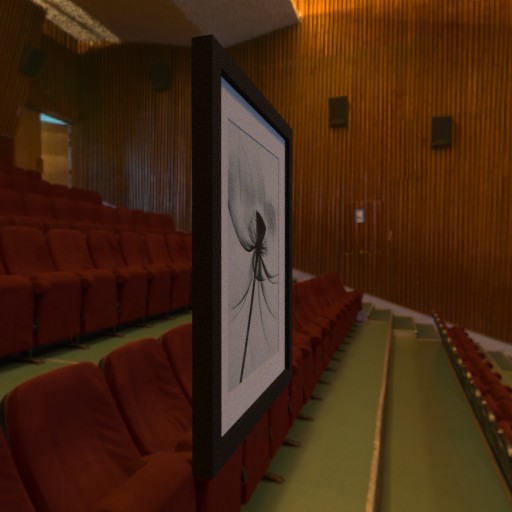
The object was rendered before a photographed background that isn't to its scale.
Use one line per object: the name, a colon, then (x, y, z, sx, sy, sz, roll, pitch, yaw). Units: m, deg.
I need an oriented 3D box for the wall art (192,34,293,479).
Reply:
wall art: (0.000, 0.000, 0.779, 0.029, 0.559, 0.457, 0, 1, 17)
